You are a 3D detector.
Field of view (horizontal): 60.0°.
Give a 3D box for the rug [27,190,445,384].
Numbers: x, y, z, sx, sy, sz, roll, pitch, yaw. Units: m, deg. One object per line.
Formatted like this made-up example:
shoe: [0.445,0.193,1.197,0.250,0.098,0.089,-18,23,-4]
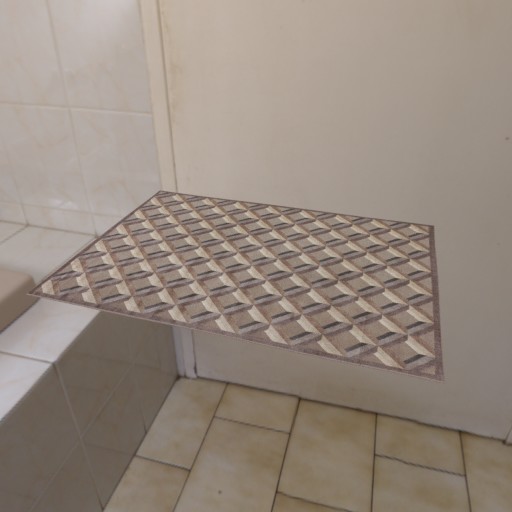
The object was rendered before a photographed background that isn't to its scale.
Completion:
rug: [0.000,0.000,2.901,2.260,0.013,1.600,9,32,15]
